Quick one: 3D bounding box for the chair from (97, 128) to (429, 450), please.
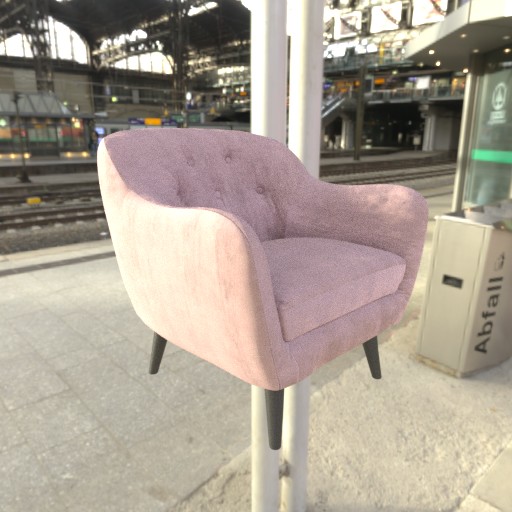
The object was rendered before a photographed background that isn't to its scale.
[{"bbox_3d":[0.000,0.000,1.461,0.840,0.820,0.820,-14,20,-42],"label":"chair"}]
